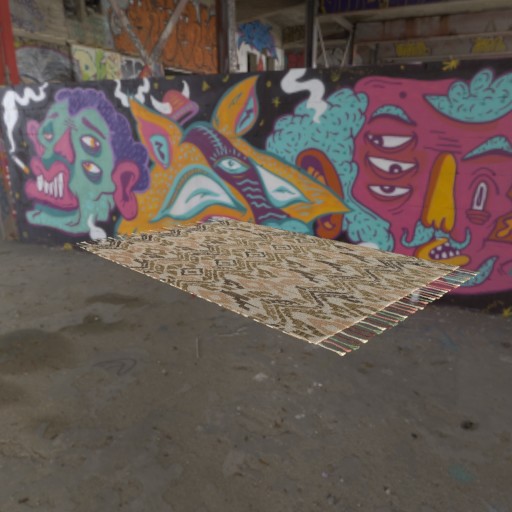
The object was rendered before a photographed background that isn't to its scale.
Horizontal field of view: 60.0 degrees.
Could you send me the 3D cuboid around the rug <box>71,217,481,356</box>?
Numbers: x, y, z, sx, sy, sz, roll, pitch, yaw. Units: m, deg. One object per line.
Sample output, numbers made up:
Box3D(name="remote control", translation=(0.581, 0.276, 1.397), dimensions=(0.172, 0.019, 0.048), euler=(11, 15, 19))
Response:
Box3D(name="rug", translation=(0.000, 0.000, 3.017), dimensions=(1.524, 0.008, 2.438), euler=(-15, 22, -43))
